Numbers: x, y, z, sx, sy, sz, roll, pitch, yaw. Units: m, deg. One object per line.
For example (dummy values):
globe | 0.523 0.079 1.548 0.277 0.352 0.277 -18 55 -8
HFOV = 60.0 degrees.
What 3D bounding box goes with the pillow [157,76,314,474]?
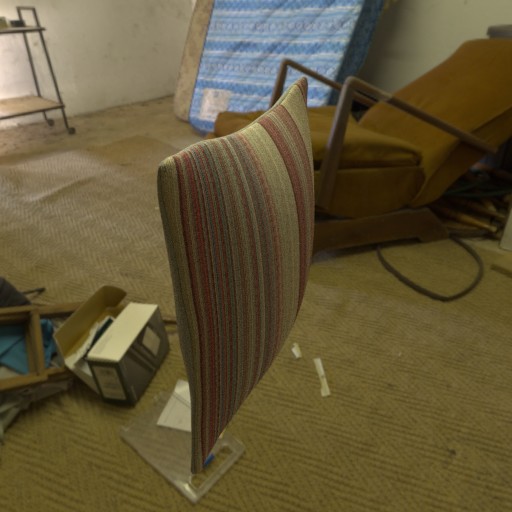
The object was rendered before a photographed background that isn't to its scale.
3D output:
pillow | 0.000 0.000 0.630 0.136 0.419 0.437 11 33 18
